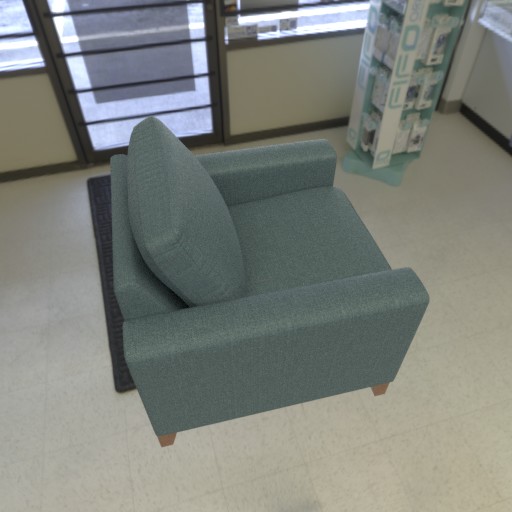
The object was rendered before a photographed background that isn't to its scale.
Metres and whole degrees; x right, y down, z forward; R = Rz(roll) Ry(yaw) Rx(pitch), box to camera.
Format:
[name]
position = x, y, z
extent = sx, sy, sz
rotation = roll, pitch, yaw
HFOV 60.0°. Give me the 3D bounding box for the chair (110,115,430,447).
[chair]
position = 0.000, 0.000, 1.861
extent = 1.038, 1.010, 1.024
rotation = -10, 47, -9
